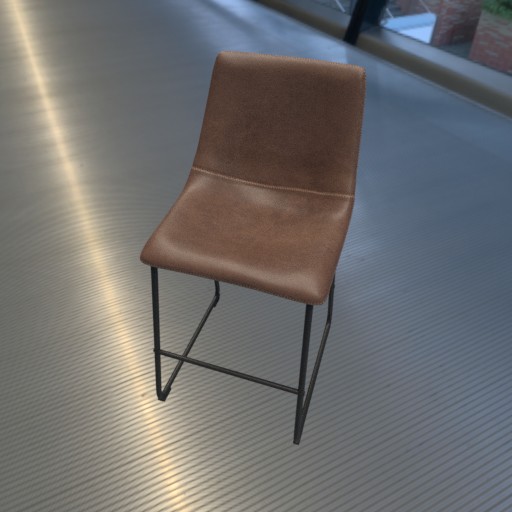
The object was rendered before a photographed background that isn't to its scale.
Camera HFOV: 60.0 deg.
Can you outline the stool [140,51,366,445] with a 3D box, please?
[{"bbox_3d":[0.000,0.000,1.214,0.460,0.890,0.550,13,43,14],"label":"stool"}]
